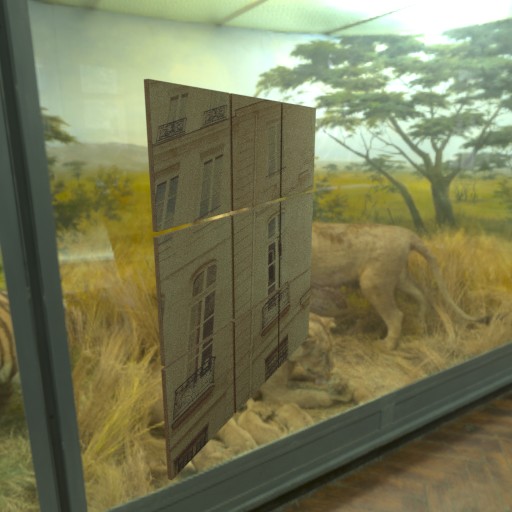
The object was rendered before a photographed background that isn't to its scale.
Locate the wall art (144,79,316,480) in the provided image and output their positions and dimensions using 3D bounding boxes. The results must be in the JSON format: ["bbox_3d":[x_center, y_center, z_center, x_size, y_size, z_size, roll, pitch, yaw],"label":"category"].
[{"bbox_3d":[0.000,0.000,1.809,0.024,1.218,1.221,8,17,27],"label":"wall art"}]
